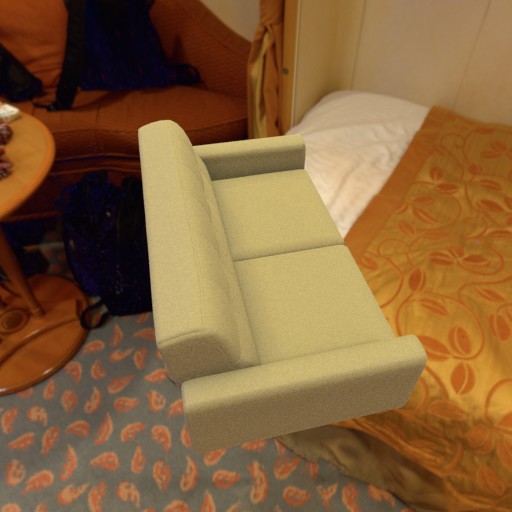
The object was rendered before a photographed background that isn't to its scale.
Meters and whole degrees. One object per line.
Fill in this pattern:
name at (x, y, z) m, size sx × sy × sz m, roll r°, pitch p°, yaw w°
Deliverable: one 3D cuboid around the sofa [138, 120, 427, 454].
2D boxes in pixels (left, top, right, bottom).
sofa at (0.000, 0.000, 2.249) m, size 0.980 × 0.892 × 1.655 m, roll -9°, pitch 46°, yaw -9°
